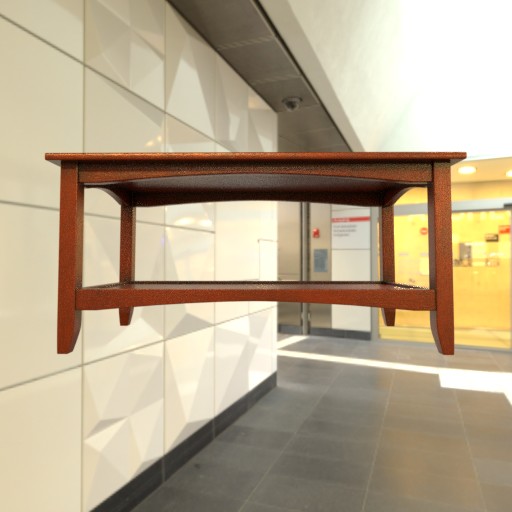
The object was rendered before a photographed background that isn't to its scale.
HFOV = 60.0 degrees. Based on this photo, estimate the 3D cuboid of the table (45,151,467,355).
[{"bbox_3d":[0.000,0.000,1.250,0.943,0.456,0.533,0,-1,1],"label":"table"}]
